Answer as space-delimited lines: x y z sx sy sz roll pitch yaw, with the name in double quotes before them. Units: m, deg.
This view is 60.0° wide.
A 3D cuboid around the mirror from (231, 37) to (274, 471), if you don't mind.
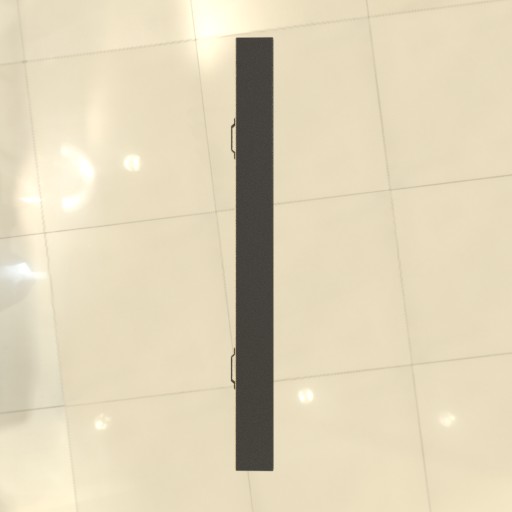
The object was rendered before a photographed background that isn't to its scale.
"mirror" 0.000 0.000 0.667 0.041 0.508 0.405 0 89 1
